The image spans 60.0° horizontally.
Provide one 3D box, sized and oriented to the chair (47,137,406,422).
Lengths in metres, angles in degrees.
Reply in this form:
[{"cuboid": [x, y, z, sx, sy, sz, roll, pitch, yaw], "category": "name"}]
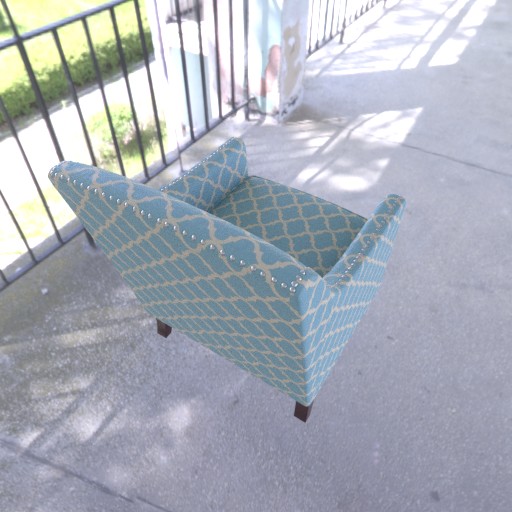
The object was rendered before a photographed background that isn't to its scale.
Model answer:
[{"cuboid": [0.000, 0.000, 1.287, 0.617, 0.817, 0.686, 25, 51, 22], "category": "chair"}]
